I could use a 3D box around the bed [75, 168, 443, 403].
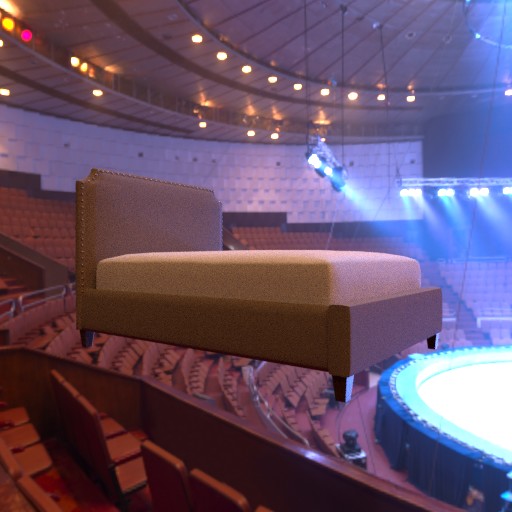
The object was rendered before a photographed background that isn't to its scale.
[{"bbox_3d":[0.000,0.000,3.492,2.372,1.443,1.713,0,0,37],"label":"bed"}]
